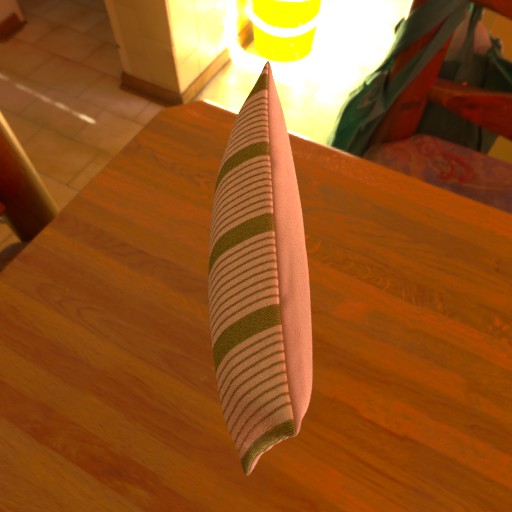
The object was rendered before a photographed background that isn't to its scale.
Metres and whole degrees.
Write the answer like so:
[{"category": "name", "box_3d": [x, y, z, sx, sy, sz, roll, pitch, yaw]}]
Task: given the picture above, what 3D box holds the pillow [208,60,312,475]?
[{"category": "pillow", "box_3d": [0.000, 0.000, 0.717, 0.156, 0.292, 0.608, -2, 57, -1]}]
